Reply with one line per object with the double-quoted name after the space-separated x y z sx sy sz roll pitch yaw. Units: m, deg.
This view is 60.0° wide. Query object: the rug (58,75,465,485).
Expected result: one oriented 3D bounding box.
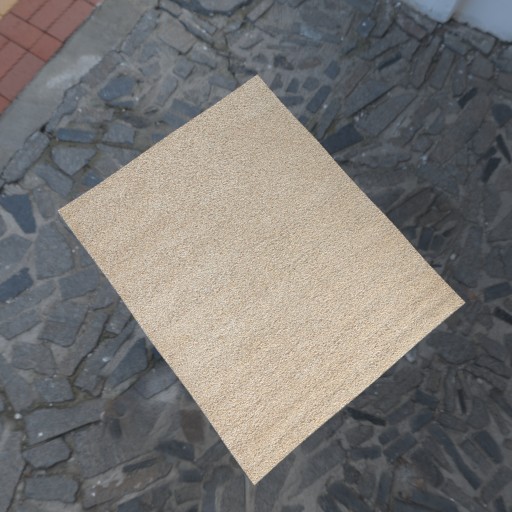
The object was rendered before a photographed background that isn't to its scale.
0.000 0.000 4.075 2.400 0.026 3.000 -37 78 -9 "rug"
